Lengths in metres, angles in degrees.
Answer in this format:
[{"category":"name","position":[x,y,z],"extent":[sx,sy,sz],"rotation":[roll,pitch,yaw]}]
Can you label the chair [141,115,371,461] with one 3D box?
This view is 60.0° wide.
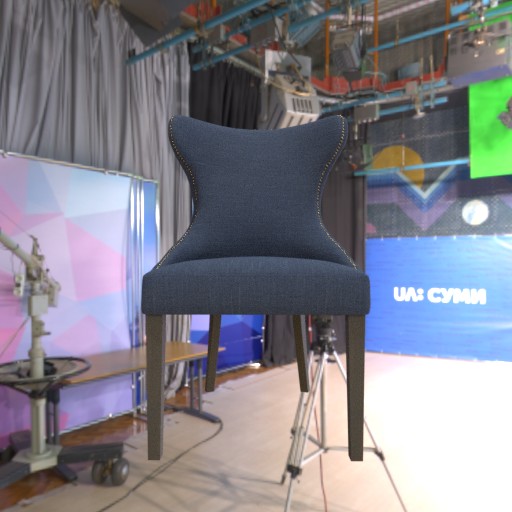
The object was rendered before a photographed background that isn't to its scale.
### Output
[{"category":"chair","position":[0.000,0.000,1.354],"extent":[0.628,0.967,0.635],"rotation":[0,1,1]}]
